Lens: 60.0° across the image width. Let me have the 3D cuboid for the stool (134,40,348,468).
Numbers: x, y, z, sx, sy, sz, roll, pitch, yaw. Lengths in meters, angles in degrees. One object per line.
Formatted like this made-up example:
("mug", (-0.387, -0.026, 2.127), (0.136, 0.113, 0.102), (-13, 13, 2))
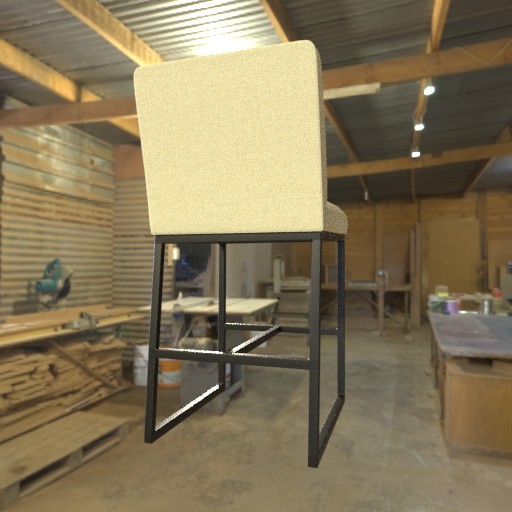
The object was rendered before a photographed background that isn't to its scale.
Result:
("stool", (0.000, 0.000, 1.267), (0.460, 0.940, 0.560), (0, -1, 18))
